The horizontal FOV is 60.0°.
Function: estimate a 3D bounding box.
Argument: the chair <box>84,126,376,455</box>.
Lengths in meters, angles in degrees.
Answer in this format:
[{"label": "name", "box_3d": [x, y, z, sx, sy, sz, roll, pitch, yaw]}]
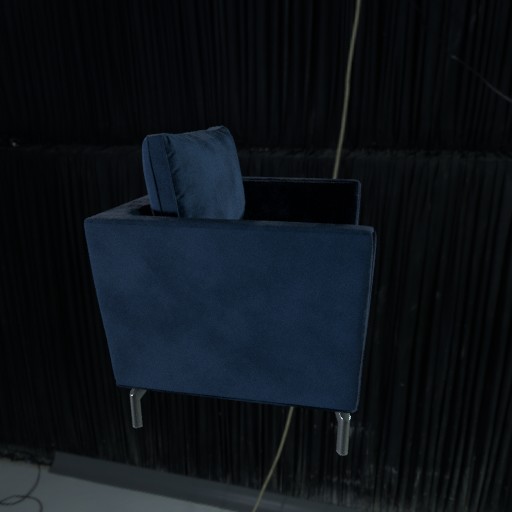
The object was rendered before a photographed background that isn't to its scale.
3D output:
[{"label": "chair", "box_3d": [0.000, 0.000, 1.598, 0.746, 0.893, 0.977, 3, 17, 10]}]
